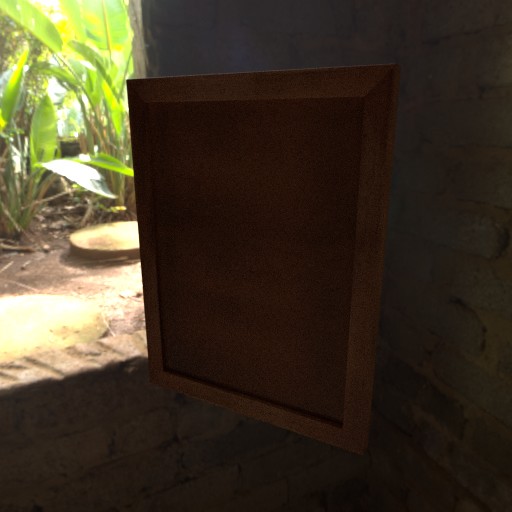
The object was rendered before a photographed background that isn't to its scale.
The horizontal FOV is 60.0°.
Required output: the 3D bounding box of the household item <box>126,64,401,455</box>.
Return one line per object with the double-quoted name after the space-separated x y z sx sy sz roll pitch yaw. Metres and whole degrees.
0.000 0.000 0.537 0.310 0.407 0.067 9 19 27 "household item"
